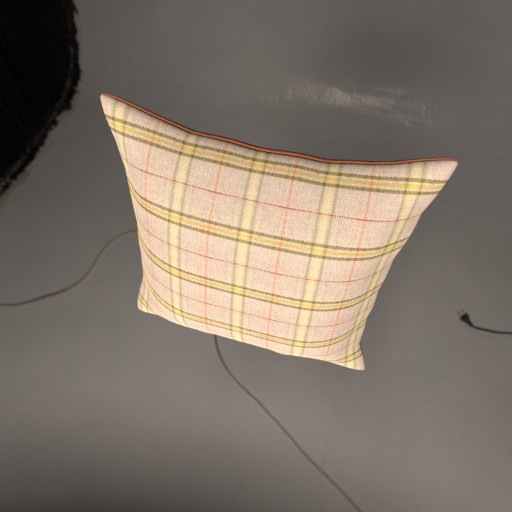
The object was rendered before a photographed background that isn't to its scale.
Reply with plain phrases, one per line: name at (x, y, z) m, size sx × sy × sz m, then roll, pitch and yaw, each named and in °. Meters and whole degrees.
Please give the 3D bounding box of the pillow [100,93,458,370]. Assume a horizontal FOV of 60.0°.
pillow at (0.000, 0.000, 0.695) m, size 0.453 × 0.430 × 0.200 m, roll 13°, pitch 59°, yaw 8°
